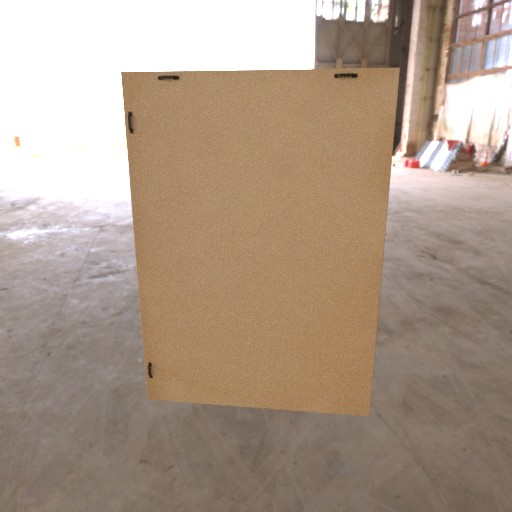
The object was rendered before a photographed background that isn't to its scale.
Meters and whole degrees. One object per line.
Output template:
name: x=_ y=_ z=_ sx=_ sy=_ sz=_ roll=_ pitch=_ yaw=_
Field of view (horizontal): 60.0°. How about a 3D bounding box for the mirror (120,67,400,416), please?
mirror: x=0.000 y=0.000 z=0.915 sx=0.507 sy=0.710 sz=0.039 roll=2 pitch=17 yaw=7
